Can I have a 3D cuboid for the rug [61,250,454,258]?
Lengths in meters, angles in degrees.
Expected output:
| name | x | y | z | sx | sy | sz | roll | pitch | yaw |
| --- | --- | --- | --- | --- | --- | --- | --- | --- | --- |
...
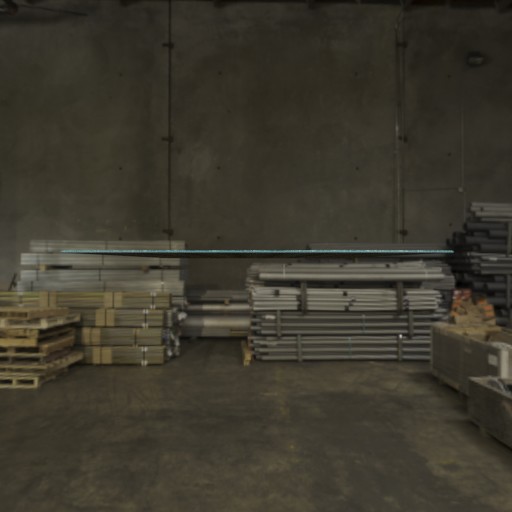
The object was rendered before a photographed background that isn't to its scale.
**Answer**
| name | x | y | z | sx | sy | sz | roll | pitch | yaw |
| --- | --- | --- | --- | --- | --- | --- | --- | --- | --- |
| rug | 0.000 | 0.000 | 2.978 | 1.622 | 0.009 | 2.373 | 0 | -1 | 0 |
